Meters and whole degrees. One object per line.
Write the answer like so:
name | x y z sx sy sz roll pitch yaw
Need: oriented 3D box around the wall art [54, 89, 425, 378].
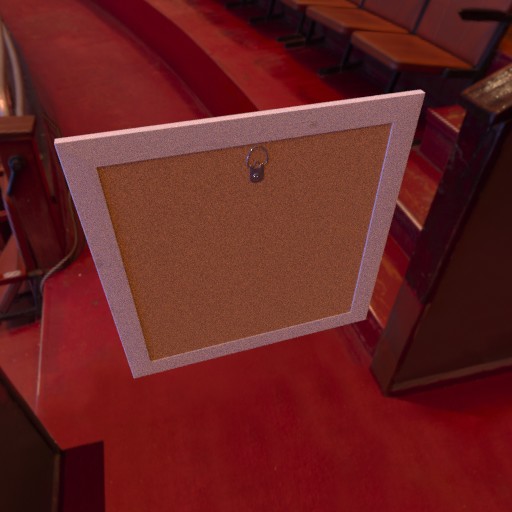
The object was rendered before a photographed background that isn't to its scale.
wall art | 0.000 0.000 0.858 0.572 0.577 0.015 -12 44 -12
